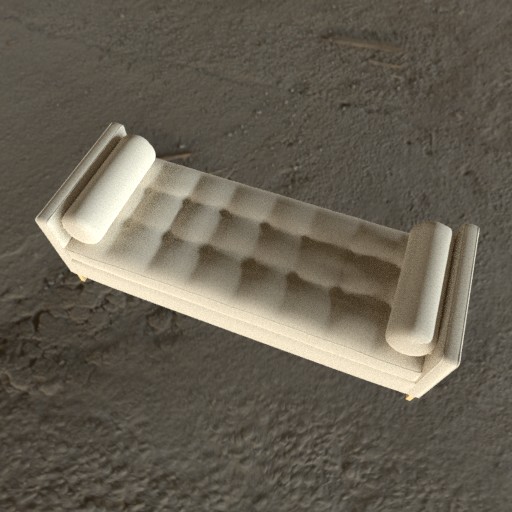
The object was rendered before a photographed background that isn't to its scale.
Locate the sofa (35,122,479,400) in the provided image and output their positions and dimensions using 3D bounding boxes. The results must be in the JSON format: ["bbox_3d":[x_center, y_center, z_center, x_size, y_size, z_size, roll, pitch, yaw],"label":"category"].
[{"bbox_3d":[0.000,0.000,2.336,1.985,0.641,0.746,18,60,11],"label":"sofa"}]
